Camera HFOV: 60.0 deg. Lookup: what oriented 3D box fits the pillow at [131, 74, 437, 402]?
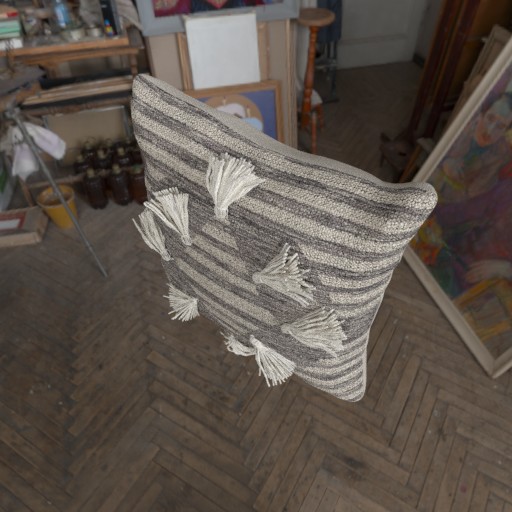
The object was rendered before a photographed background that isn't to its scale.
[{"bbox_3d":[0.000,0.000,0.749,0.484,0.490,0.234,29,53,25],"label":"pillow"}]
